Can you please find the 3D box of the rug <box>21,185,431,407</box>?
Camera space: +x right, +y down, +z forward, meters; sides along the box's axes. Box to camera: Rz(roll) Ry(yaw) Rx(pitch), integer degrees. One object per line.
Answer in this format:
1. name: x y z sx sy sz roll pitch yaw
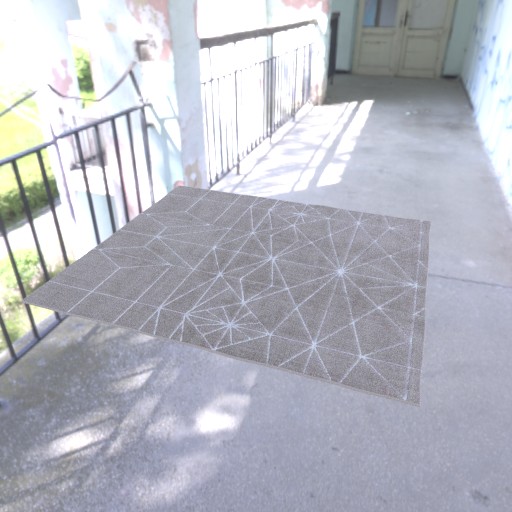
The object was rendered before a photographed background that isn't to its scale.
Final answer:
1. rug: 0.000 0.000 0.867 0.639 0.006 0.548 11 32 17
